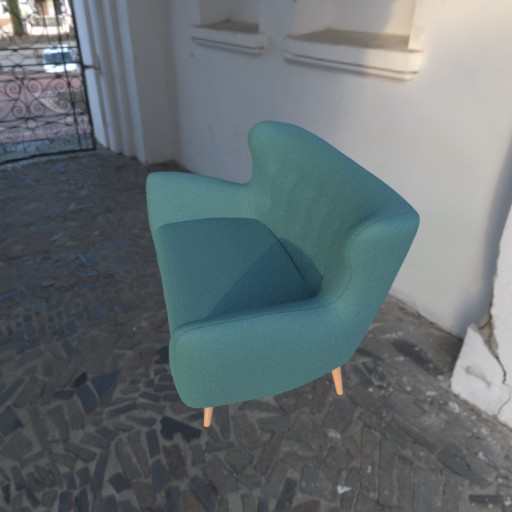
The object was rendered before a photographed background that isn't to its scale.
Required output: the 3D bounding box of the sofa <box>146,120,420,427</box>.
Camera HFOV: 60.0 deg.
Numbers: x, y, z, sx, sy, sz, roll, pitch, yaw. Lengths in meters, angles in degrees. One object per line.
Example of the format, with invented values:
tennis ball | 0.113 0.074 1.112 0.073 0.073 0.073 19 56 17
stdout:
sofa | 0.000 0.000 2.004 0.889 0.889 1.397 -8 31 -13
